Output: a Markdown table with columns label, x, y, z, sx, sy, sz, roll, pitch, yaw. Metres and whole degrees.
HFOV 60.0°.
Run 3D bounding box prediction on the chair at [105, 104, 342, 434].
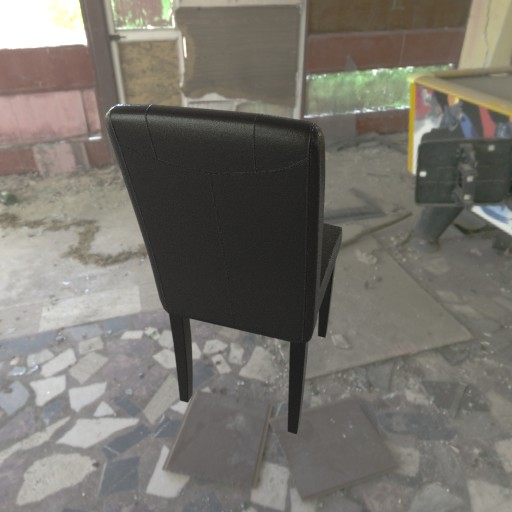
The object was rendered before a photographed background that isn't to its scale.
| label | x | y | z | sx | sy | sz | roll | pitch | yaw |
| --- | --- | --- | --- | --- | --- | --- | --- | --- | --- |
| chair | 0.000 | 0.000 | 1.188 | 0.399 | 0.897 | 0.556 | 10 | 34 | 16 |
